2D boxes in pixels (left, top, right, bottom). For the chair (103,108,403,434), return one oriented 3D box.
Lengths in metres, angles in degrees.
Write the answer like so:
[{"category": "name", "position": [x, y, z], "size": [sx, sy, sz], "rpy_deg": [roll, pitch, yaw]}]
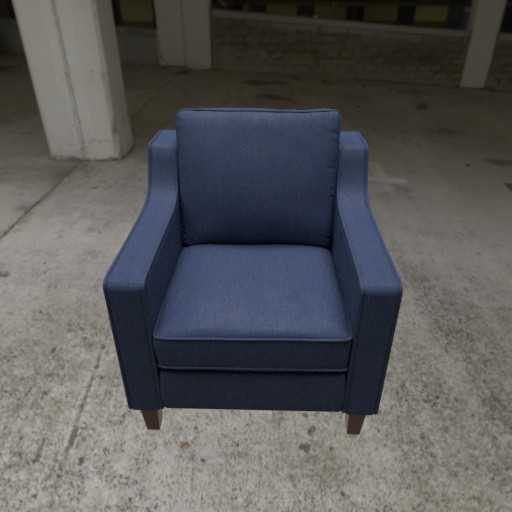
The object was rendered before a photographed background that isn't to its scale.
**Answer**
[{"category": "chair", "position": [0.000, 0.000, 1.661], "size": [0.831, 0.960, 0.909], "rpy_deg": [1, 32, 1]}]
